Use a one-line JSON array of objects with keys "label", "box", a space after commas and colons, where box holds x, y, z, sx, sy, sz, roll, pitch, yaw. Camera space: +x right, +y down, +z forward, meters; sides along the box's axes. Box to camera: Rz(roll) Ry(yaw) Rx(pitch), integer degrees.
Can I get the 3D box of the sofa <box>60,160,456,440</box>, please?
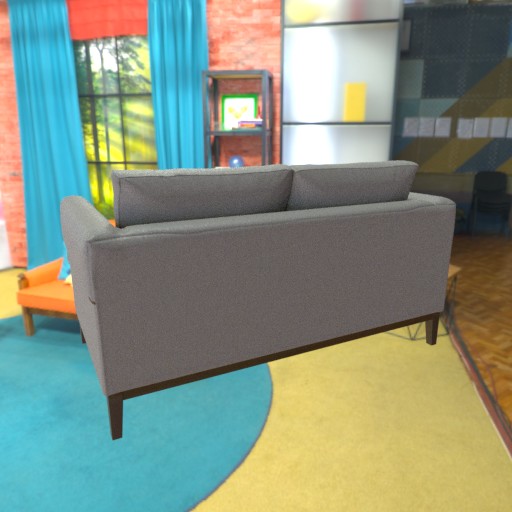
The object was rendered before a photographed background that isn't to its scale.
[{"label": "sofa", "box": [0.000, 0.000, 2.070, 1.598, 0.873, 0.899, -8, 17, -26]}]
